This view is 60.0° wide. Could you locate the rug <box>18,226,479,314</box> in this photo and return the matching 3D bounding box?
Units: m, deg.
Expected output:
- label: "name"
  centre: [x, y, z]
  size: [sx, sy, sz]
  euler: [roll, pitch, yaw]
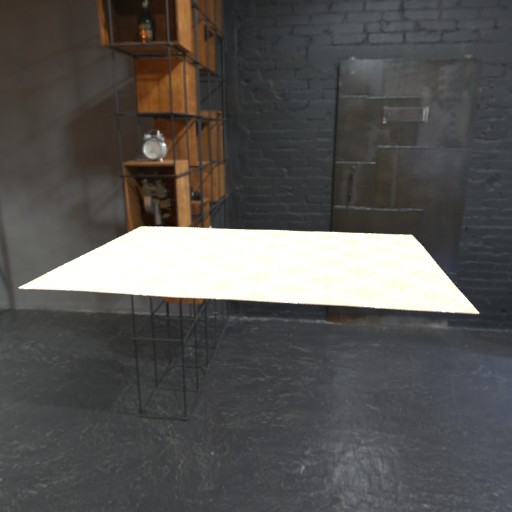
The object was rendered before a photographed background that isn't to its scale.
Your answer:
- label: "rug"
  centre: [0.000, 0.000, 2.729]
  size: [2.135, 0.013, 1.524]
  euler: [2, 16, 8]
